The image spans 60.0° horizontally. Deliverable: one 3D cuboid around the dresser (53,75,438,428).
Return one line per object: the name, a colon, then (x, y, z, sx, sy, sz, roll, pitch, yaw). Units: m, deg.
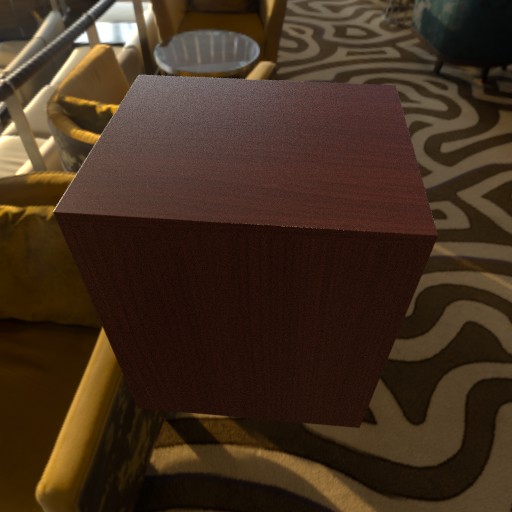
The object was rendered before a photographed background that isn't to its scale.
dresser: (0.000, 0.000, 0.751, 0.400, 0.470, 0.360, 4, 46, 4)
